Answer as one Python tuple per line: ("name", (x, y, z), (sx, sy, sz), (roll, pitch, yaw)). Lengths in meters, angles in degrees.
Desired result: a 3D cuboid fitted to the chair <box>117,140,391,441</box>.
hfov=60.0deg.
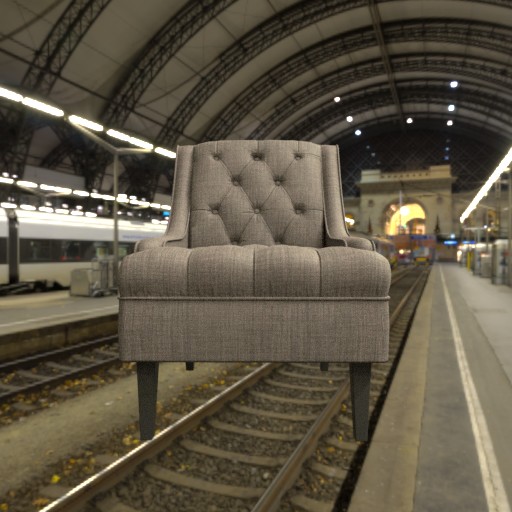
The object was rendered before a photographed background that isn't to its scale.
("chair", (0.000, 0.000, 1.385), (0.655, 0.891, 0.771), (0, 0, 1))
